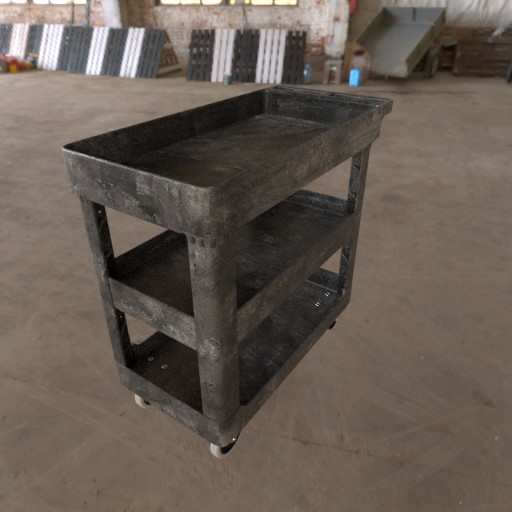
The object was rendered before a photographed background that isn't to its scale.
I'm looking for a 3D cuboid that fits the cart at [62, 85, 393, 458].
[{"bbox_3d":[0.000,0.000,1.348,0.420,0.824,0.877,20,36,29],"label":"cart"}]
